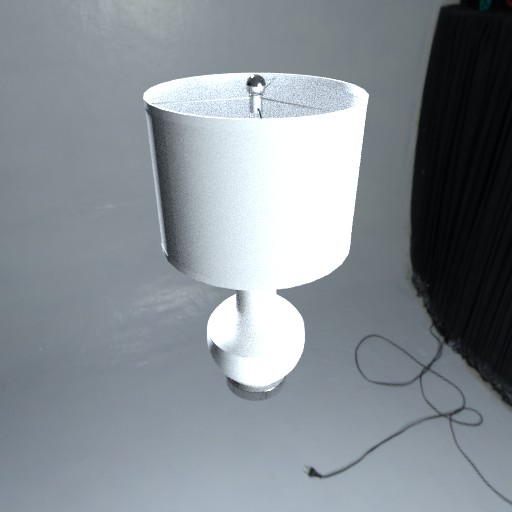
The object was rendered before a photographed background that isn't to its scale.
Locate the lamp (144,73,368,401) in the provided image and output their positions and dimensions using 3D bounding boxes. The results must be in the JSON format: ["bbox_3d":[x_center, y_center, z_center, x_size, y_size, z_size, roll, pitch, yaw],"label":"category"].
[{"bbox_3d":[0.000,0.000,0.876,0.357,0.673,0.357,-9,33,-15],"label":"lamp"}]
